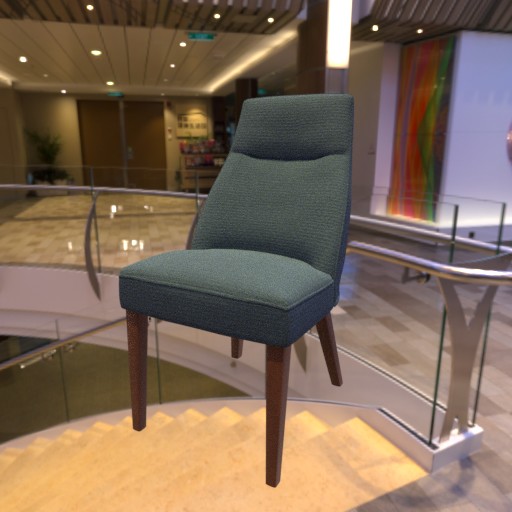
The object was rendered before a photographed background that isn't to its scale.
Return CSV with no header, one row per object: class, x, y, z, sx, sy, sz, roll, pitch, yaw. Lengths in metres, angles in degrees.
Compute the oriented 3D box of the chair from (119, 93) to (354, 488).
chair,0.000,0.000,1.288,0.500,0.930,0.620,8,17,28
